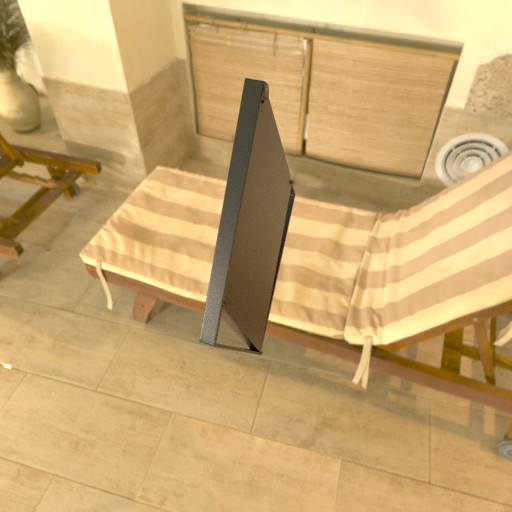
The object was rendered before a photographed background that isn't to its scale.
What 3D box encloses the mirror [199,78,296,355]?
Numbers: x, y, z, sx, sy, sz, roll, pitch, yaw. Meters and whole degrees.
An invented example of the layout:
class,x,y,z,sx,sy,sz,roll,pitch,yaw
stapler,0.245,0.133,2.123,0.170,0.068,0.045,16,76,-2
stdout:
class,x,y,z,sx,sy,sz,roll,pitch,yaw
mirror,0.000,0.000,0.840,0.032,0.679,0.419,16,48,15
